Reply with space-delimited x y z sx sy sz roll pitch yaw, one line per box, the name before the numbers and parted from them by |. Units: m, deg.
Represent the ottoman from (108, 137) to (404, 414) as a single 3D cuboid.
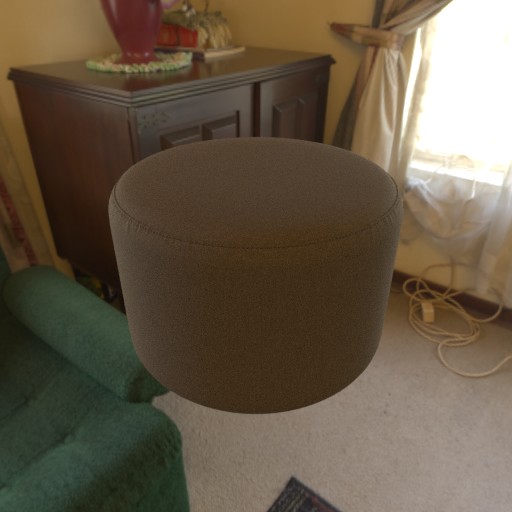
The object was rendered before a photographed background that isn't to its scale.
ottoman | 0.000 0.000 1.024 0.608 0.433 0.608 0 30 0
